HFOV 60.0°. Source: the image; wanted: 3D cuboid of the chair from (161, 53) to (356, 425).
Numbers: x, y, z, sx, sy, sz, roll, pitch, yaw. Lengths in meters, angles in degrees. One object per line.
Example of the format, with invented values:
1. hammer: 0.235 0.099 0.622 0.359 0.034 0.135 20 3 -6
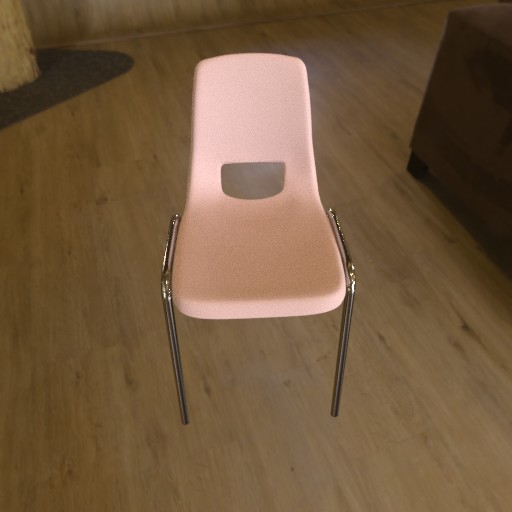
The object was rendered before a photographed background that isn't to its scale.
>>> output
1. chair: 0.000 0.000 0.967 0.381 0.704 0.436 -2 46 -2
